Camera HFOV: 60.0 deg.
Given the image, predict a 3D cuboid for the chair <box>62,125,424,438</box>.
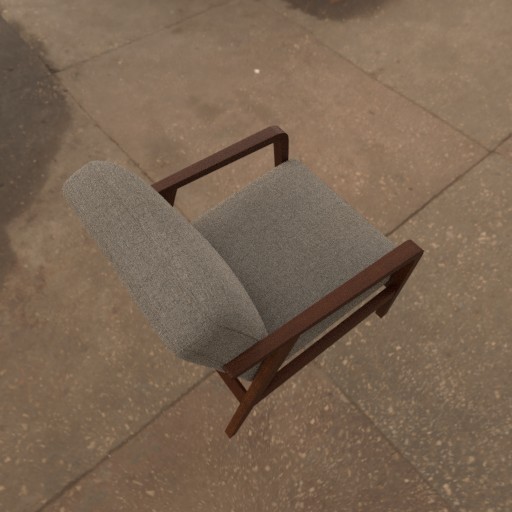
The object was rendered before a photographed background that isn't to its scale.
[{"bbox_3d":[0.000,0.000,1.470,0.858,0.847,0.704,-33,63,-19],"label":"chair"}]
